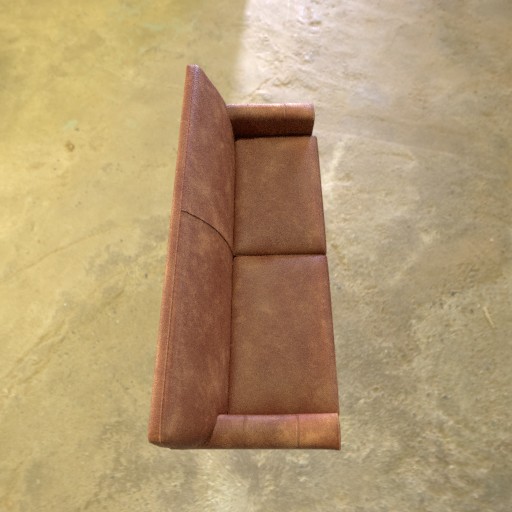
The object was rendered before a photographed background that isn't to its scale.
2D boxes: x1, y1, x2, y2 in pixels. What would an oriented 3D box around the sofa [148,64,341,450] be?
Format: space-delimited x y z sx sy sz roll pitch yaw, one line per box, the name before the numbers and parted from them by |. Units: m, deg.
sofa | 0.000 0.000 2.512 0.805 0.947 2.053 0 63 0
